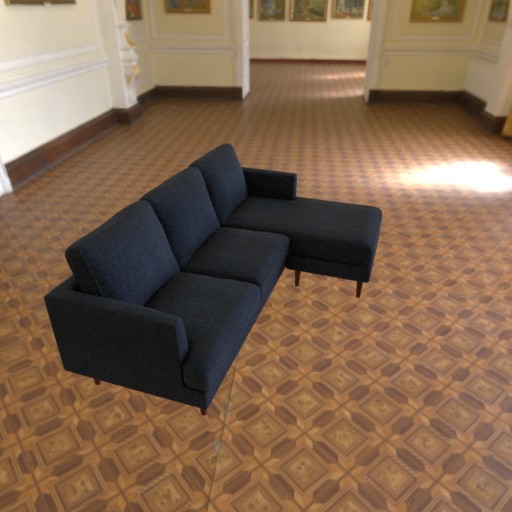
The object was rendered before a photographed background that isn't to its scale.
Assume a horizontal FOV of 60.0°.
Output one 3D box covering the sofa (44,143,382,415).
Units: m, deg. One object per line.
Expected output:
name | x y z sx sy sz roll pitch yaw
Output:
sofa | 0.000 0.000 3.015 1.504 0.956 2.233 10 31 16
